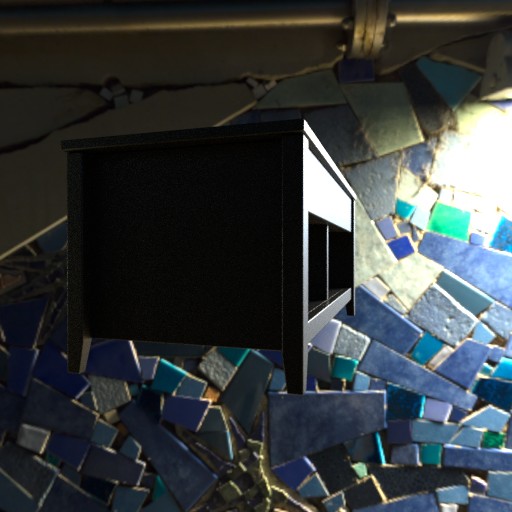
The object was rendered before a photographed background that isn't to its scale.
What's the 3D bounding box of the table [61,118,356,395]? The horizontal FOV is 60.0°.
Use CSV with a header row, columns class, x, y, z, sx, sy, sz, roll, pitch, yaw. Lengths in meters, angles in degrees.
class,x,y,z,sx,sy,sz,roll,pitch,yaw
table,0.000,0.000,1.280,0.483,0.457,1.016,0,0,17
